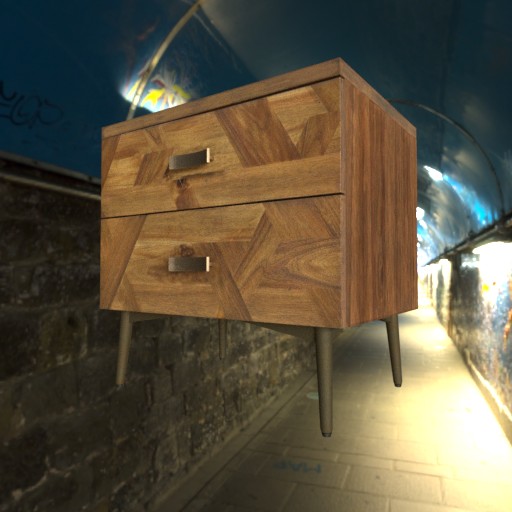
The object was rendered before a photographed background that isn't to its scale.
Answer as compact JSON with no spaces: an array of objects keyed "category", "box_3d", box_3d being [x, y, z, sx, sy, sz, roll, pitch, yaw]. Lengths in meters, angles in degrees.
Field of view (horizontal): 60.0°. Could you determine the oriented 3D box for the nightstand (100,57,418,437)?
[{"category":"nightstand","box_3d":[0.000,0.000,1.033,0.610,0.610,0.458,-1,-2,35]}]
